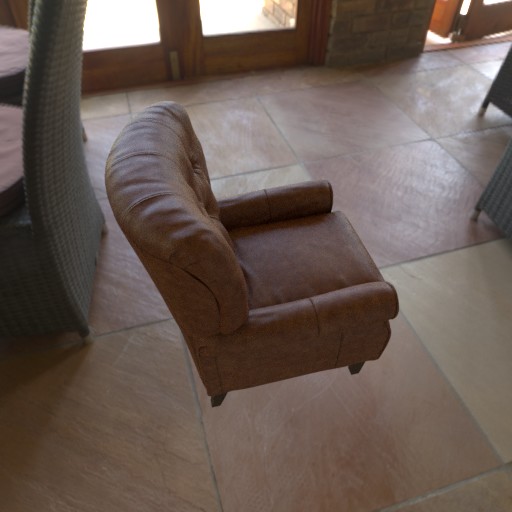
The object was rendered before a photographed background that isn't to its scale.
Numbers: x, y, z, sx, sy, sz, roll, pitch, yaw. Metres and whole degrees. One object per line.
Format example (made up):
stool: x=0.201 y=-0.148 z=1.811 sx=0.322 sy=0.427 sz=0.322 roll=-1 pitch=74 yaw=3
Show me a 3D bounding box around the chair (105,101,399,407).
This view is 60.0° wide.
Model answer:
chair: x=0.000 y=0.000 z=1.940 sx=1.059 sy=1.164 sz=0.951 roll=-10 pitch=46 yaw=-10
